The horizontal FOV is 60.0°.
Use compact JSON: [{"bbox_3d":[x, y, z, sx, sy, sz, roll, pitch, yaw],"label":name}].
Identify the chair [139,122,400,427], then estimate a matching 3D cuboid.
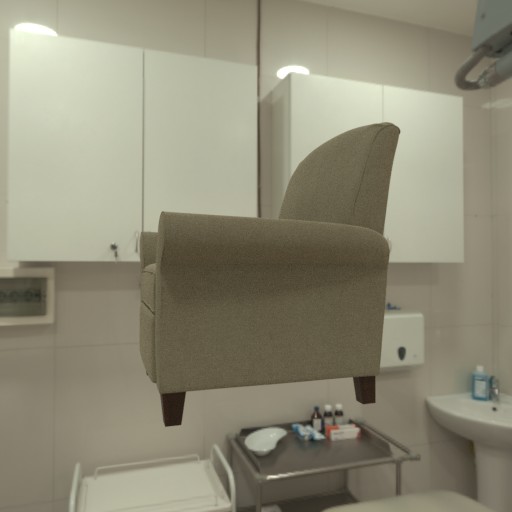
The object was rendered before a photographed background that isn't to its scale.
[{"bbox_3d":[0.000,0.000,1.826,0.905,1.061,0.978,0,-1,-18],"label":"chair"}]
